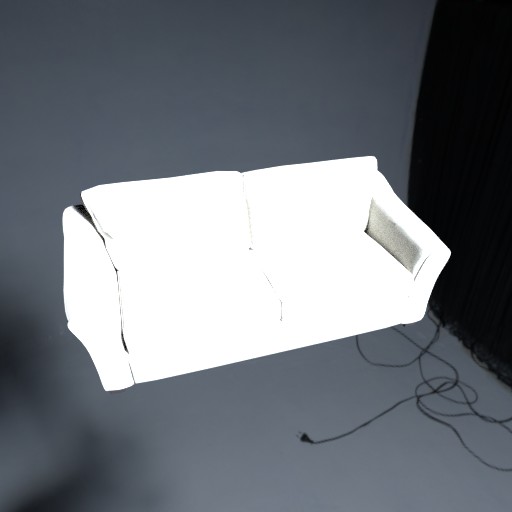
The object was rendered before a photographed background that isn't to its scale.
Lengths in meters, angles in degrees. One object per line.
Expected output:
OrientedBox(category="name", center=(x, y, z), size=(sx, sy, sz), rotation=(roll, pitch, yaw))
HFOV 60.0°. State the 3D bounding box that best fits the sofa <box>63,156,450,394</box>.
OrientedBox(category="sofa", center=(0.000, 0.000, 2.849), size=(2.270, 0.965, 0.980), rotation=(-9, 33, -15))
